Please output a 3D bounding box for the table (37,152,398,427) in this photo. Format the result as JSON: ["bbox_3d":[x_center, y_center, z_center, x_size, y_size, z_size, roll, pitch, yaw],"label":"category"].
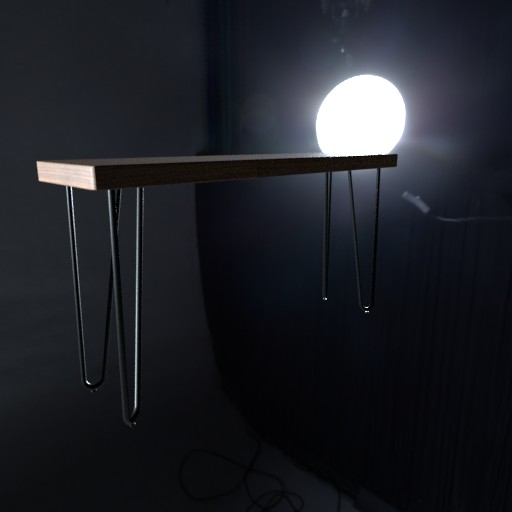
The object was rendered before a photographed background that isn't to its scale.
[{"bbox_3d":[0.000,0.000,1.905,1.570,0.834,0.425,-14,20,-43],"label":"table"}]
